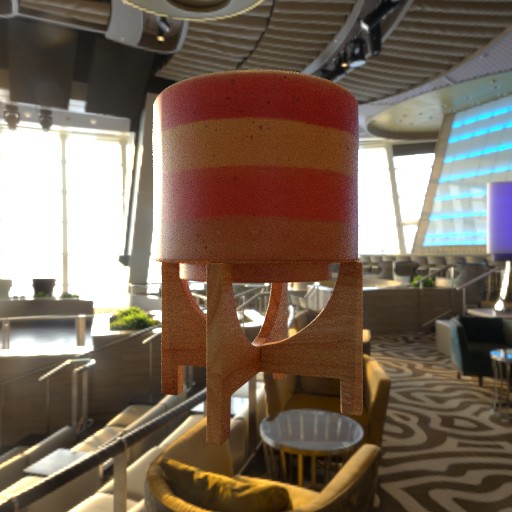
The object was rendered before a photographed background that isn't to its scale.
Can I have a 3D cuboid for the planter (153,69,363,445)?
[{"bbox_3d":[0.000,0.000,0.573,0.269,0.379,0.269,0,0,0],"label":"planter"}]
